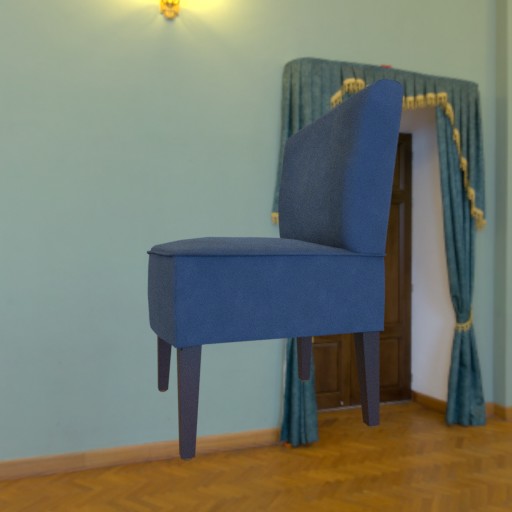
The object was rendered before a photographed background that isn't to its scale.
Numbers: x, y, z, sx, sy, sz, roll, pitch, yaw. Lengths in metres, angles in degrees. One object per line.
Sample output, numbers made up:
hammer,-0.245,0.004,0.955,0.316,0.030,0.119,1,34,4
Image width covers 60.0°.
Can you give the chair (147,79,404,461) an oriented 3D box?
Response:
chair,0.000,0.000,1.160,0.551,0.806,0.521,0,0,-18
